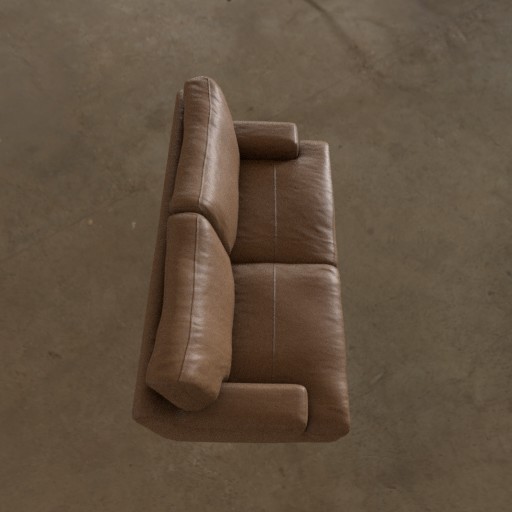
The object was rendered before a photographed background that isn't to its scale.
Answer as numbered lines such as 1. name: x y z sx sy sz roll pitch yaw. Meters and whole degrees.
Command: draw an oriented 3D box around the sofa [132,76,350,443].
1. sofa: 0.000 0.000 2.438 0.962 0.980 1.855 1 62 0
